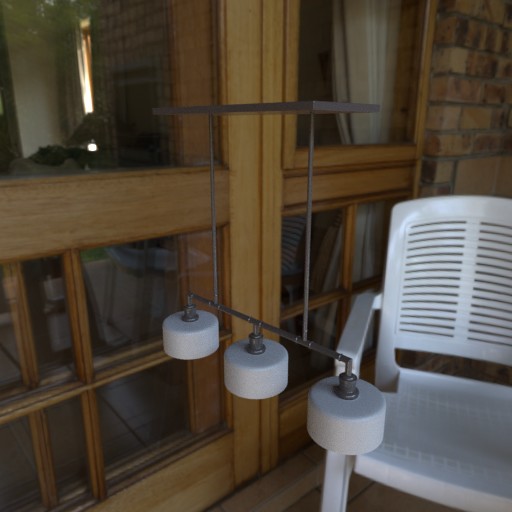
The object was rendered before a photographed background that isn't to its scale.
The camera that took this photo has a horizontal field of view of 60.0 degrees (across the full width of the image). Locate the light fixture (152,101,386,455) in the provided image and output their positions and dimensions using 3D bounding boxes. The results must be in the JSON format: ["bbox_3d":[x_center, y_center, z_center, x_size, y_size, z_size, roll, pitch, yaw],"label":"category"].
[{"bbox_3d":[0.000,0.000,0.871,0.582,0.557,0.177,15,22,42],"label":"light fixture"}]
